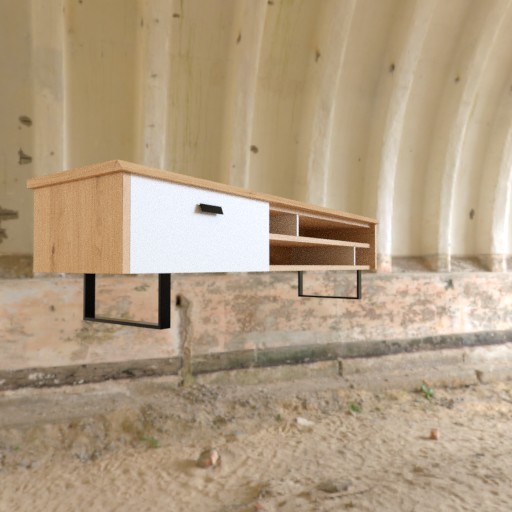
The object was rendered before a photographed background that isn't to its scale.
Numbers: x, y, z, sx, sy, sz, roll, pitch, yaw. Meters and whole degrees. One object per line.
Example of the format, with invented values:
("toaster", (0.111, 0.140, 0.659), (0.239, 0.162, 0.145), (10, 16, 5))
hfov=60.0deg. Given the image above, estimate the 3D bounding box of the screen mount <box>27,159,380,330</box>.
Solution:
("screen mount", (0.000, 0.000, 1.868), (0.450, 0.430, 1.700), (-1, -2, 36))
